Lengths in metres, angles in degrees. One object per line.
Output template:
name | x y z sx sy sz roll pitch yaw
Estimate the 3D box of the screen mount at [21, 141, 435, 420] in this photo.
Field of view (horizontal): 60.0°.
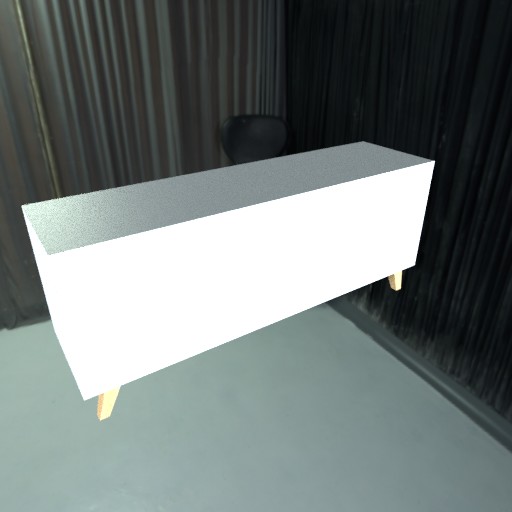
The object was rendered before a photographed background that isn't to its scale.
screen mount | 0.000 0.000 1.744 1.490 0.619 0.400 -17 33 -29
